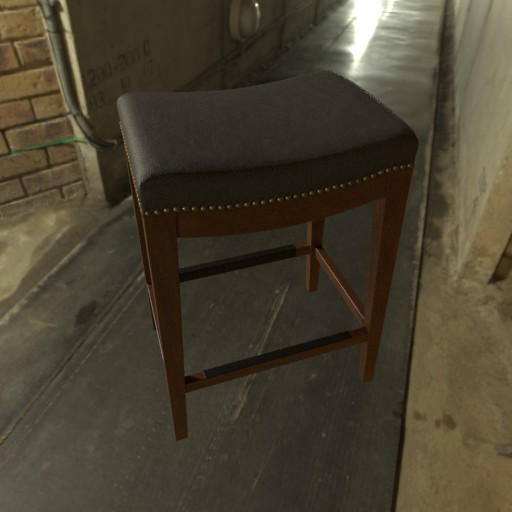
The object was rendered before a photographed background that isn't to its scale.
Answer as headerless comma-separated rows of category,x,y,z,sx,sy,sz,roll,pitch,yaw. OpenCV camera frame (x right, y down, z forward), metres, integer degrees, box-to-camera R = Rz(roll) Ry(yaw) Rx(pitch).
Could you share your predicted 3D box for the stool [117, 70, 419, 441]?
stool,0.000,0.000,0.949,0.490,0.664,0.353,-12,42,-14
